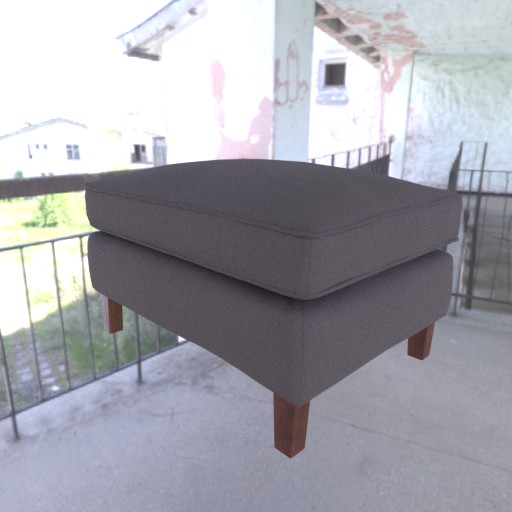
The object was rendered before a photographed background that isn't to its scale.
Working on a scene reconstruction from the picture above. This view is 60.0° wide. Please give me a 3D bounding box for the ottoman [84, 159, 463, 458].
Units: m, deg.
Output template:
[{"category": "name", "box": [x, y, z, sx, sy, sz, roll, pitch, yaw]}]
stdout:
[{"category": "ottoman", "box": [0.000, 0.000, 0.958, 0.508, 0.406, 0.686, -15, 22, -42]}]
